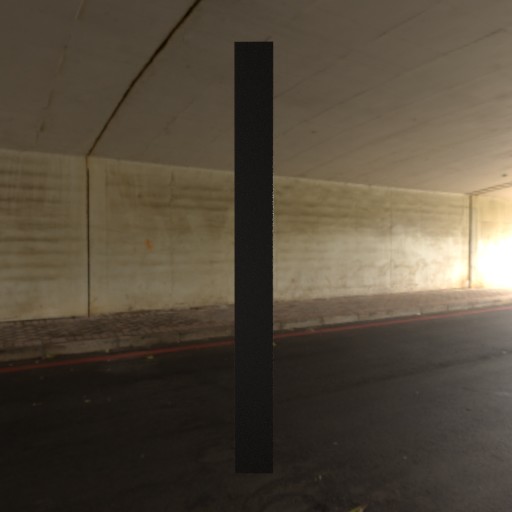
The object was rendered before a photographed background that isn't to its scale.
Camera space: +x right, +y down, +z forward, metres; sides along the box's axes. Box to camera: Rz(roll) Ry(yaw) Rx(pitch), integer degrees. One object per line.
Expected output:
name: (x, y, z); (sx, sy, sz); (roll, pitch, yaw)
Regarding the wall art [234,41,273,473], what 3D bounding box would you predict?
wall art: (0.000, 0.000, 0.490); (0.029, 0.318, 0.327); (0, 1, 1)
